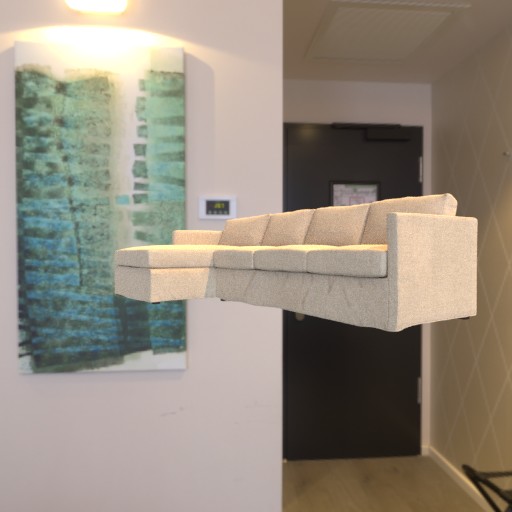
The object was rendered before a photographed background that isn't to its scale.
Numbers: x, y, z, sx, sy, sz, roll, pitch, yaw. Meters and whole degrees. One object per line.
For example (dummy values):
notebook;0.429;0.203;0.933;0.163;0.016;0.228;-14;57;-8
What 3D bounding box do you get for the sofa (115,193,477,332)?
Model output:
sofa;0.000;0.000;3.997;1.650;0.922;3.205;-1;1;-35
